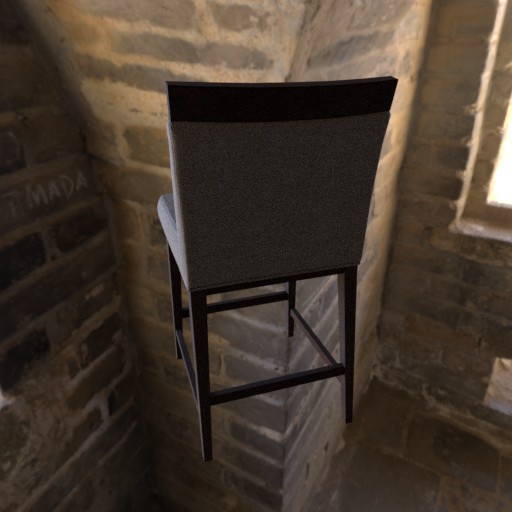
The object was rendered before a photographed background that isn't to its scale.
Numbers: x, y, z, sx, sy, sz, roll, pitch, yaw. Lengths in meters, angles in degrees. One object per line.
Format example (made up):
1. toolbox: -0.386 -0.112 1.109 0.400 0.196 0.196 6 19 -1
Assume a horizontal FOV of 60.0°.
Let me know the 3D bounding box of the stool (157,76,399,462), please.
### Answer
1. stool: 0.000 0.000 1.319 0.512 1.009 0.531 -8 27 -16
